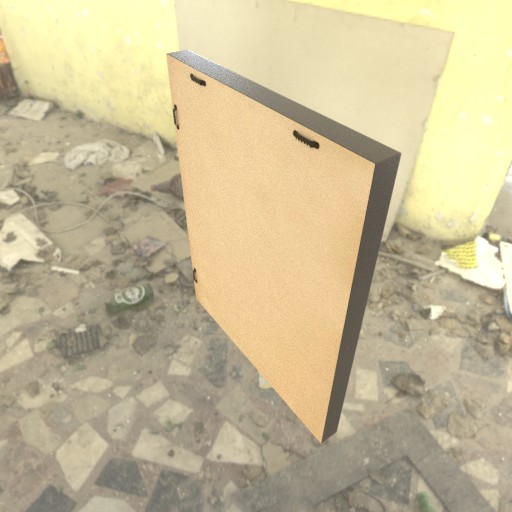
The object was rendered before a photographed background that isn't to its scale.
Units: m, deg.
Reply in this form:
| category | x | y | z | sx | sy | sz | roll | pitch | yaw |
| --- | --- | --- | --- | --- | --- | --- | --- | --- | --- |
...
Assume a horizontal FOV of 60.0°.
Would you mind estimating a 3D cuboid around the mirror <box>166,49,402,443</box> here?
| category | x | y | z | sx | sy | sz | roll | pitch | yaw |
| --- | --- | --- | --- | --- | --- | --- | --- | --- | --- |
| mirror | 0.000 | 0.000 | 0.690 | 0.041 | 0.509 | 0.406 | -25 | 46 | -27 |
